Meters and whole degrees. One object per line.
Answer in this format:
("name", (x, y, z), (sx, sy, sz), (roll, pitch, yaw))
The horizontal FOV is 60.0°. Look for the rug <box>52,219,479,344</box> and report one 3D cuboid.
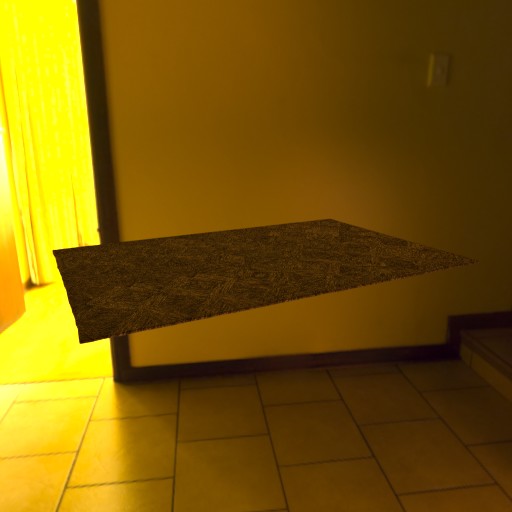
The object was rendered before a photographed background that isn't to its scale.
("rug", (0.000, 0.000, 2.224), (1.808, 0.011, 1.189), (-8, 18, -27))
